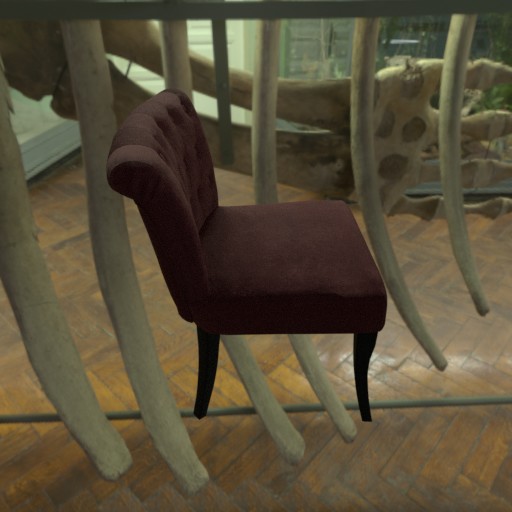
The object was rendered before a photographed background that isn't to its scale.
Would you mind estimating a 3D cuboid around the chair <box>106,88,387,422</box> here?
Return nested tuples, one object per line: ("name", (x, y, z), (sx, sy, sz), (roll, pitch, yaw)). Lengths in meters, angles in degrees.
("chair", (0.000, 0.000, 1.174), (0.605, 0.750, 0.582), (-1, 32, -1))
